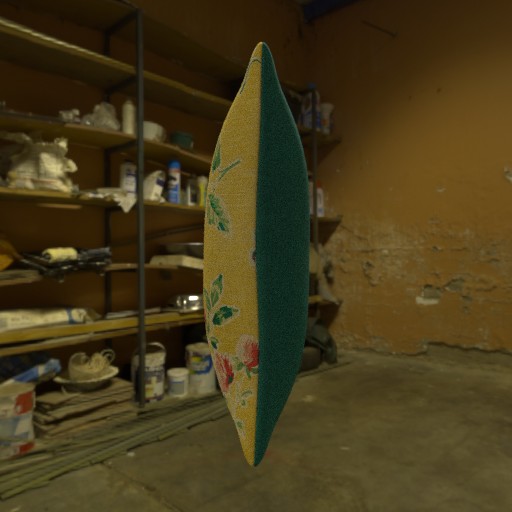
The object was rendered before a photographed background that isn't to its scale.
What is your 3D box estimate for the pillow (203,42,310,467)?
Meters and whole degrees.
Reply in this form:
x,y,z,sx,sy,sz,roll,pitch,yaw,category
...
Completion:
x,y,z,sx,sy,sz,roll,pitch,yaw,category
0.000,0.000,0.787,0.166,0.508,0.525,0,0,-1,pillow
